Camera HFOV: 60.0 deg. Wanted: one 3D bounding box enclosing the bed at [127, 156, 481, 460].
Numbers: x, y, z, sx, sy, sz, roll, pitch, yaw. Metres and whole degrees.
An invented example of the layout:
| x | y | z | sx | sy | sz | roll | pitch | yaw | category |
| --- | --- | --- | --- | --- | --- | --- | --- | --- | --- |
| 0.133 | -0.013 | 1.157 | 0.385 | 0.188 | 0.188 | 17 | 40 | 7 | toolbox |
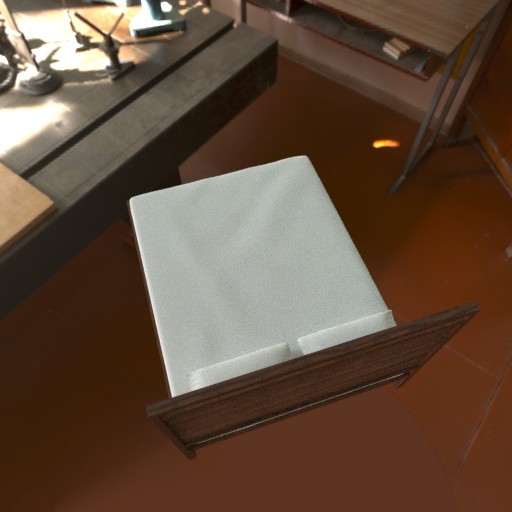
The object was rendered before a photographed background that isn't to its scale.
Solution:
| x | y | z | sx | sy | sz | roll | pitch | yaw | category |
| --- | --- | --- | --- | --- | --- | --- | --- | --- | --- |
| 0.000 | 0.000 | 3.362 | 1.765 | 1.487 | 2.218 | -15 | 60 | -9 | bed |
